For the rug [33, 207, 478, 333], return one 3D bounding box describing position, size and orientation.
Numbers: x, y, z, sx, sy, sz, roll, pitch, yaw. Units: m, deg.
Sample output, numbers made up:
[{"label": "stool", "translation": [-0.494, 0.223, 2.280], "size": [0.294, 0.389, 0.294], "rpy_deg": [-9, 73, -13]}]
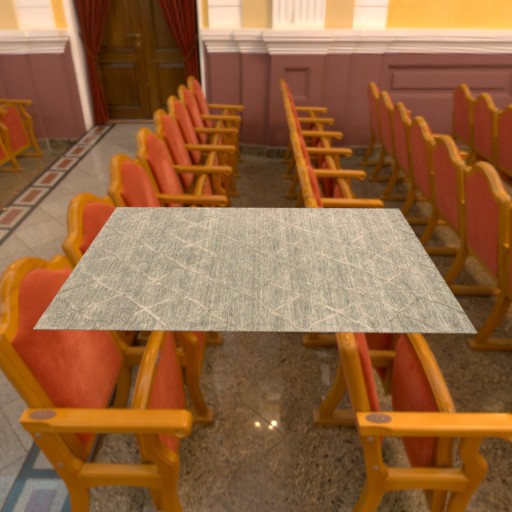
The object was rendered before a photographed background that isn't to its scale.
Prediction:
[{"label": "rug", "translation": [0.000, 0.000, 2.931], "size": [2.283, 0.006, 1.521], "rpy_deg": [0, 31, 1]}]
